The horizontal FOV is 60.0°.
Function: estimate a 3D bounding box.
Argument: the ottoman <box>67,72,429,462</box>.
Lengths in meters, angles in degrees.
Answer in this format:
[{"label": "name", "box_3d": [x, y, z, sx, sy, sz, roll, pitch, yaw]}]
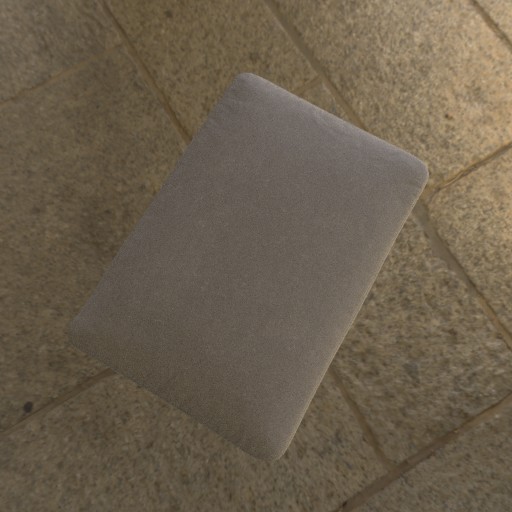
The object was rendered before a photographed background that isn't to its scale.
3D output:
[{"label": "ottoman", "box_3d": [0.000, 0.000, 1.662, 0.840, 0.429, 1.199, 29, 79, 6]}]
